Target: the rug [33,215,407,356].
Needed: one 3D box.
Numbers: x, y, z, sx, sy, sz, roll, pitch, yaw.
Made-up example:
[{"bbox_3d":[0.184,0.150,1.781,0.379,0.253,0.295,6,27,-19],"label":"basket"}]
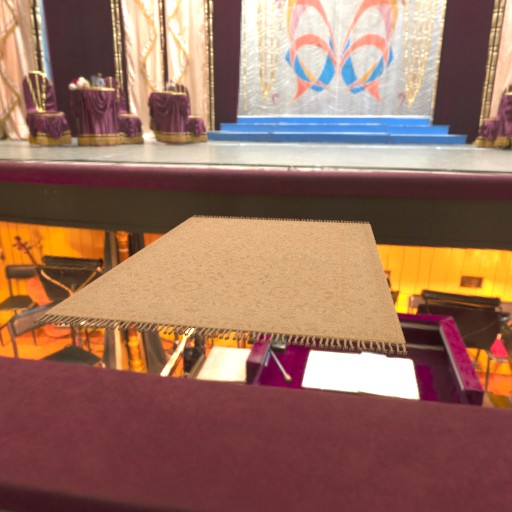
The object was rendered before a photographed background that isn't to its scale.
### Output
[{"bbox_3d":[0.000,0.000,2.230,1.223,0.015,1.771,3,17,10],"label":"rug"}]
